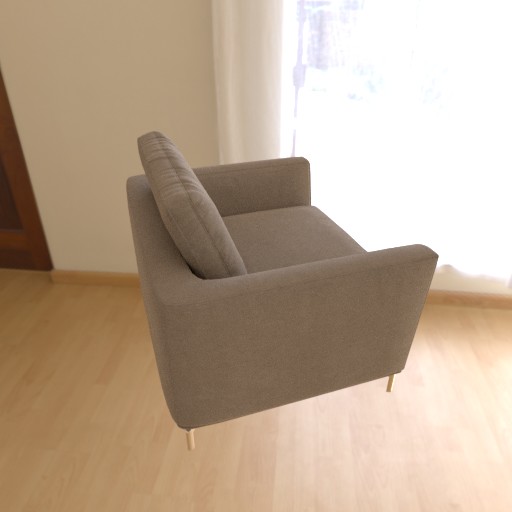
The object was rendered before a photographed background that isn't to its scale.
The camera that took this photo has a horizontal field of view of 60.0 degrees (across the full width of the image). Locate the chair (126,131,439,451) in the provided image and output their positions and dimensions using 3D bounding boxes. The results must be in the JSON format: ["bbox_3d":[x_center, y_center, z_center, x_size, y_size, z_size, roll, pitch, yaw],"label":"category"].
[{"bbox_3d":[0.000,0.000,1.744,0.889,0.864,1.041,-10,32,-16],"label":"chair"}]
